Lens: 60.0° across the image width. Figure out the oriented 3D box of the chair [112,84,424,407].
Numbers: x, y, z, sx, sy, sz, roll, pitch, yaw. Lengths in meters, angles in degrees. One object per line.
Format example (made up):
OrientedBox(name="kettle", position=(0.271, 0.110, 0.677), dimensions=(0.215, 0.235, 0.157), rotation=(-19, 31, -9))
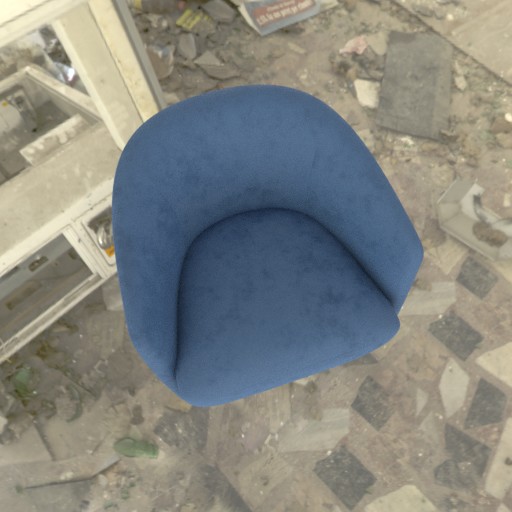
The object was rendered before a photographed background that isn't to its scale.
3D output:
OrientedBox(name="chair", position=(0.000, 0.000, 1.388), dimensions=(0.773, 0.698, 0.767), rotation=(-16, 64, -8))
